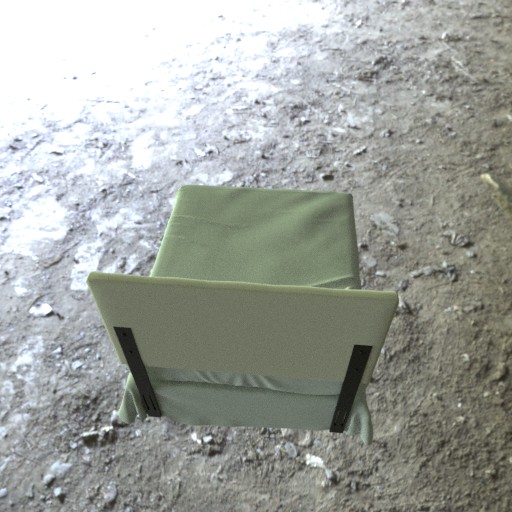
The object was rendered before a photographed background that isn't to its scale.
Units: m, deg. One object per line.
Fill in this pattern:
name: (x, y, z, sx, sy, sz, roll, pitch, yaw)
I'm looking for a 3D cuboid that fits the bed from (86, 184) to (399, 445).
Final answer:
bed: (0.000, 0.000, 3.530, 1.936, 1.577, 2.222, 4, 46, 4)
